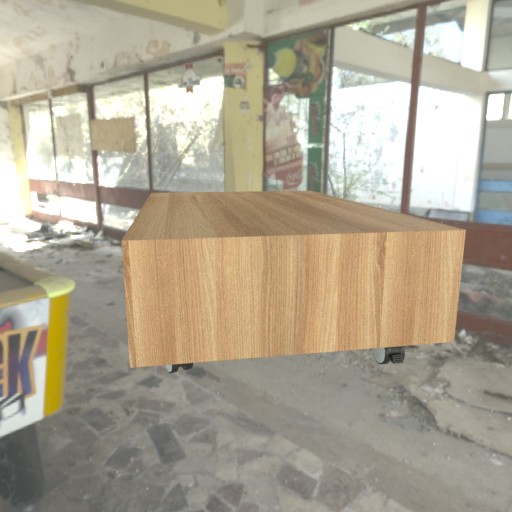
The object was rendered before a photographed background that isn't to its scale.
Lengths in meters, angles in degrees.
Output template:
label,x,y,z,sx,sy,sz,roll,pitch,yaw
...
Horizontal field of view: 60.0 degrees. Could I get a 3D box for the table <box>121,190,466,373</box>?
label,x,y,z,sx,sy,sz,roll,pitch,yaw
table,0.000,0.000,1.437,0.700,0.330,1.100,-2,13,-10
